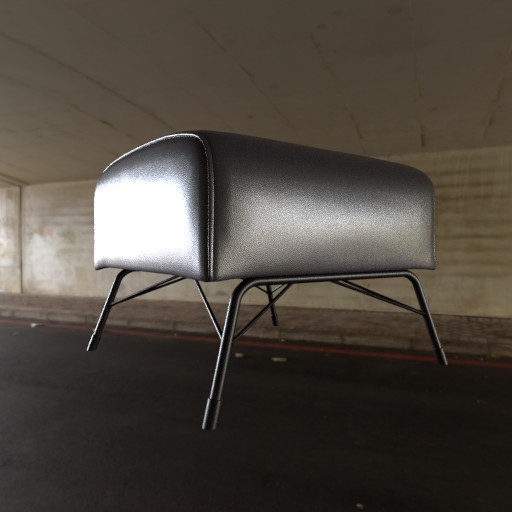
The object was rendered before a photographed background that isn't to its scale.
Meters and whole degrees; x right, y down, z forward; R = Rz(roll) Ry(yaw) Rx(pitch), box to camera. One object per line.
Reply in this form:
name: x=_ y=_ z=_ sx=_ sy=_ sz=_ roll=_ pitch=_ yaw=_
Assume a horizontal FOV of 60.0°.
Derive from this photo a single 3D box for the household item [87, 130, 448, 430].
household item: x=0.000 y=0.000 z=0.901 sx=0.530 sy=0.410 sz=0.530 roll=-1 pitch=1 yaw=-36
